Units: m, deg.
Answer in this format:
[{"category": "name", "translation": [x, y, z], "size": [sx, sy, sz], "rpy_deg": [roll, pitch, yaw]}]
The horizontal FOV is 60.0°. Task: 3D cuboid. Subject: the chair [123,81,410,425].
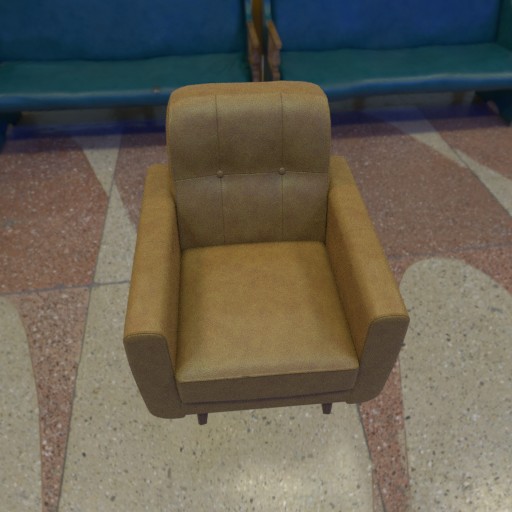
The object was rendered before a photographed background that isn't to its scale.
[{"category": "chair", "translation": [0.000, 0.000, 1.670], "size": [0.845, 0.968, 0.942], "rpy_deg": [-4, 45, -4]}]
